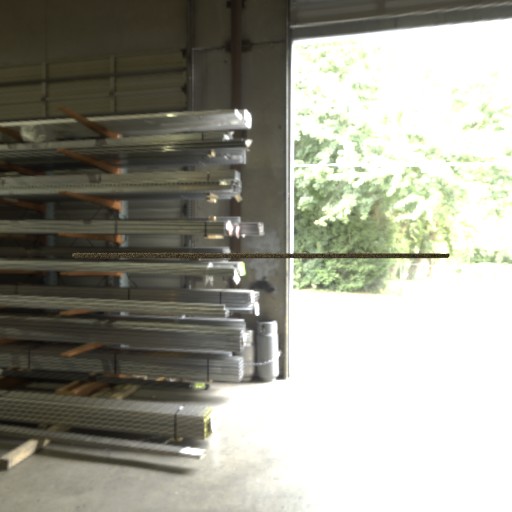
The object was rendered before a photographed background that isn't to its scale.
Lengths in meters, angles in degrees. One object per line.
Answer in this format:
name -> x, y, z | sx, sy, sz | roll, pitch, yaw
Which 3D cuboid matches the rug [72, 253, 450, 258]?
rug -> 0.000, 0.000, 3.419 | 1.801, 0.024, 2.700 | 0, 0, -2
